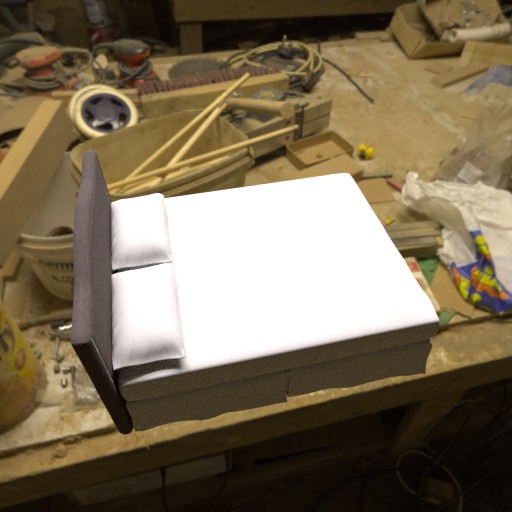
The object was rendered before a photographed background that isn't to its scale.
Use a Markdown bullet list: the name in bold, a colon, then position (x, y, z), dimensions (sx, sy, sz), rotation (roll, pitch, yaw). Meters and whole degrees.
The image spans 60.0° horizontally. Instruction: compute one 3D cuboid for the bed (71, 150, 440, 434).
- **bed**: position (0.000, 0.000, 3.916), dimensions (2.689, 1.457, 2.161), rotation (-9, 48, -9)
